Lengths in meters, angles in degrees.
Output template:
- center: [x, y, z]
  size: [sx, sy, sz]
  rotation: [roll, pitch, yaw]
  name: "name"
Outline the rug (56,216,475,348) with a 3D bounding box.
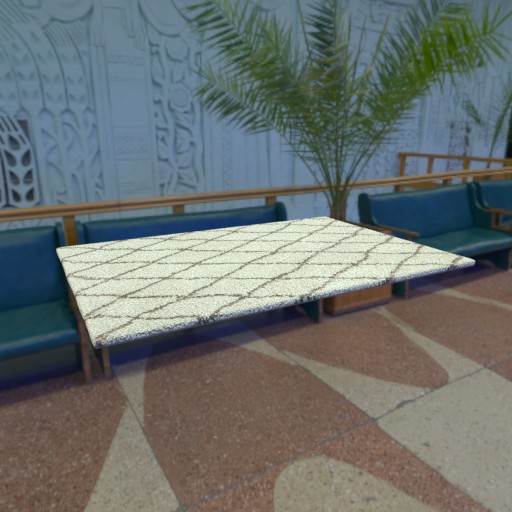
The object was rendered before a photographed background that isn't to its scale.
- center: [0.000, 0.000, 2.264]
  size: [1.778, 0.030, 1.219]
  rotation: [-9, 19, -27]
  name: "rug"
